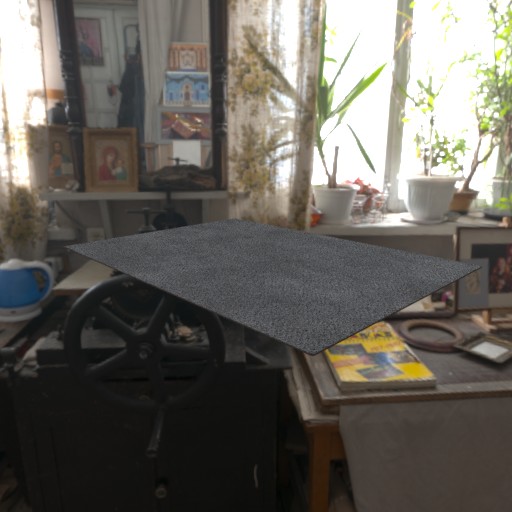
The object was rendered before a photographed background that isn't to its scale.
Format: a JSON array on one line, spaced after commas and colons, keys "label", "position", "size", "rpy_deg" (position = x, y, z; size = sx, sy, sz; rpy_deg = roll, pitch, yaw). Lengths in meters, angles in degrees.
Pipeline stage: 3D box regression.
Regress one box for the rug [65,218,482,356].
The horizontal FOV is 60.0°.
[{"label": "rug", "position": [0.000, 0.000, 2.883], "size": [1.600, 0.008, 2.235], "rpy_deg": [-14, 21, -42]}]
